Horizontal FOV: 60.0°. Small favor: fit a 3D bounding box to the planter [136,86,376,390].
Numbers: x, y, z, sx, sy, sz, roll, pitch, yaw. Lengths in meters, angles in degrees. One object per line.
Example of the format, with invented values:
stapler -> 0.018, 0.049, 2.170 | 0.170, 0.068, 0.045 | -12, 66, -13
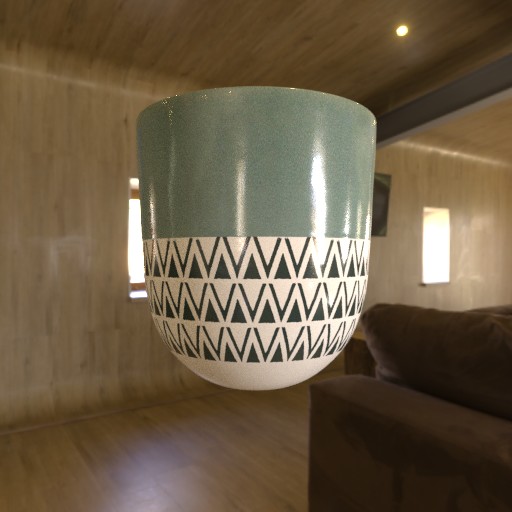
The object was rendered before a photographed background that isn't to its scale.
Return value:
planter -> 0.000, 0.000, 0.378 | 0.198, 0.214, 0.198 | 0, 0, 0
